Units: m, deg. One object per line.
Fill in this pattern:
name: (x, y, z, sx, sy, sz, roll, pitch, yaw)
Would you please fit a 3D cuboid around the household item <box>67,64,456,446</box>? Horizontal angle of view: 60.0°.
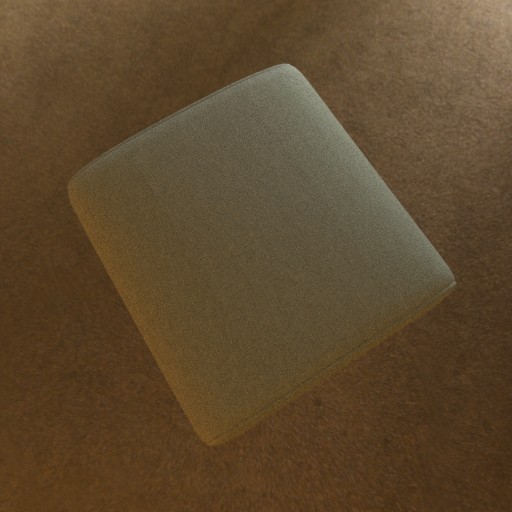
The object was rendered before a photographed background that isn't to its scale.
household item: (0.000, 0.000, 0.892, 0.530, 0.410, 0.530, -31, 77, -8)
